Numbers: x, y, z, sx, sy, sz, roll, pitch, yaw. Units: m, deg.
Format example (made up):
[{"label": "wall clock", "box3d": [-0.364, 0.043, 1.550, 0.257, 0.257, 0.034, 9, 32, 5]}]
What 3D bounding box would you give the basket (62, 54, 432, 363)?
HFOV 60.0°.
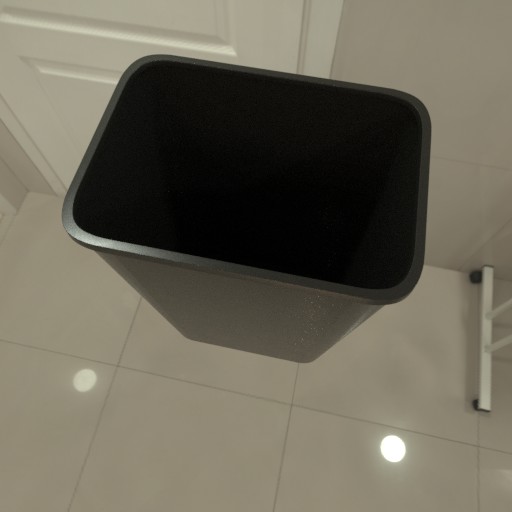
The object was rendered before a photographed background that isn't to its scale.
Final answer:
[{"label": "basket", "box3d": [0.000, 0.000, 0.744, 0.394, 0.521, 0.287, 11, 65, 5]}]
